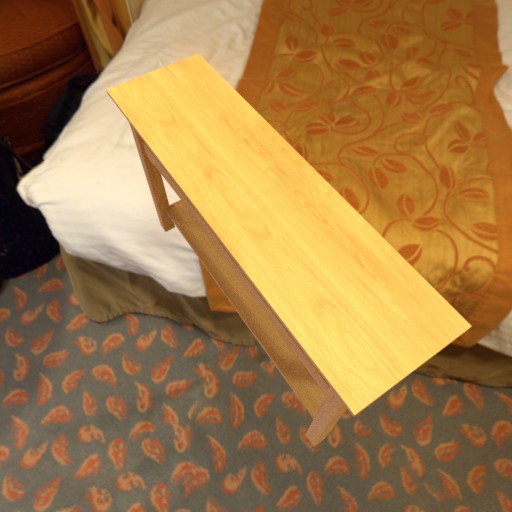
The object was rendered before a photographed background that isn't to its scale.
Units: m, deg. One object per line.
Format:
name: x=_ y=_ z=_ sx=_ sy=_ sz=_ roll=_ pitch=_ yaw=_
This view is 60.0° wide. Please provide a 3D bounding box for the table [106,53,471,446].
table: x=0.000 y=0.000 z=1.538 sx=0.350 sy=0.730 sz=1.240 roll=-30 pitch=63 yaw=-17
